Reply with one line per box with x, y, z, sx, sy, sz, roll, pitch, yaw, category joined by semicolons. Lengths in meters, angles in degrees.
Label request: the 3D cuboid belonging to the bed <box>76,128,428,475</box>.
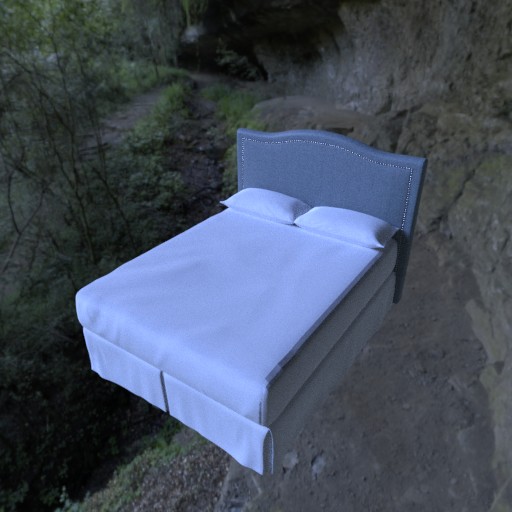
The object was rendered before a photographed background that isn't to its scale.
0.000;0.000;3.345;1.753;1.460;2.143;19;34;29;bed
